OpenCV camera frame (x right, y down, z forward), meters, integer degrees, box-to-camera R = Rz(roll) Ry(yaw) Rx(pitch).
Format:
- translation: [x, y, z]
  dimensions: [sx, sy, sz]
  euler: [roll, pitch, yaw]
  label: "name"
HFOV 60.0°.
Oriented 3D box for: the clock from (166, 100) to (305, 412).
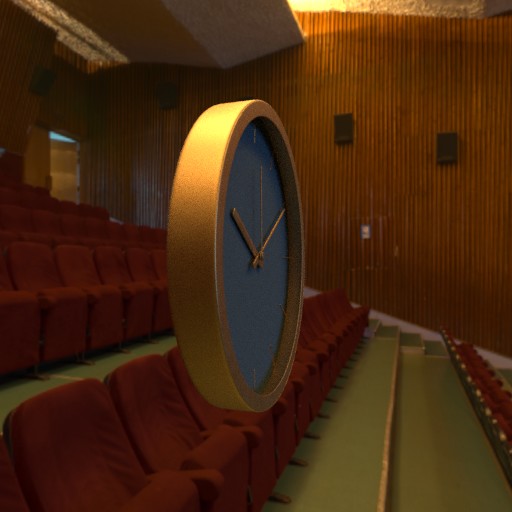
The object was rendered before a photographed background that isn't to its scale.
- translation: [0.000, 0.000, 0.475]
  dimensions: [0.040, 0.314, 0.314]
  euler: [0, -1, 18]
  label: "clock"
